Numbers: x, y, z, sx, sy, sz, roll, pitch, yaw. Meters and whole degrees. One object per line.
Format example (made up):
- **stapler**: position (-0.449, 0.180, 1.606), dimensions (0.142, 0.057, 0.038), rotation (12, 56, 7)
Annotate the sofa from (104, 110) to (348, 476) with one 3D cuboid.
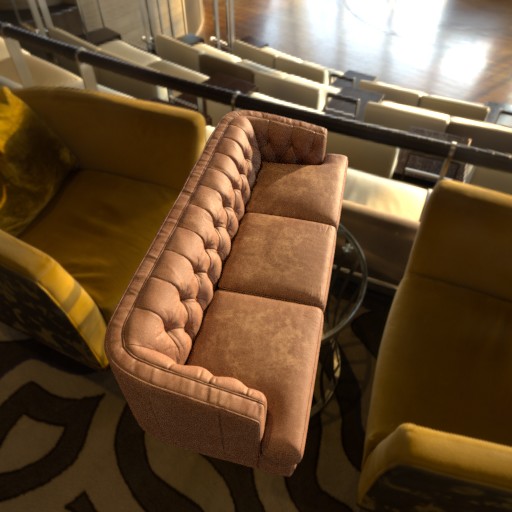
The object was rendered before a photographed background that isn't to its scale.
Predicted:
- **sofa**: position (0.000, 0.000, 2.690), dimensions (0.922, 0.791, 2.257), rotation (10, 48, 9)
